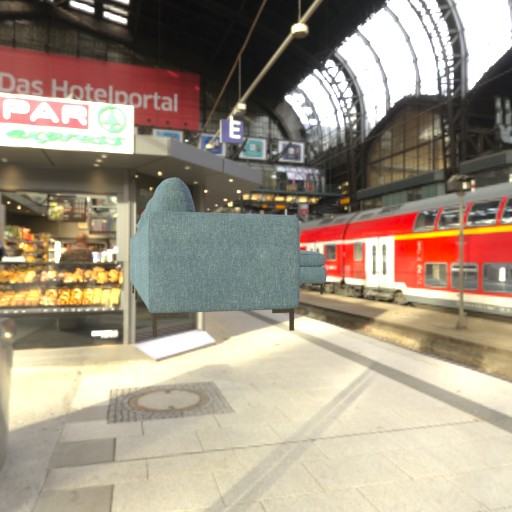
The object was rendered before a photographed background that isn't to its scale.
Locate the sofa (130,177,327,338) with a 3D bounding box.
[{"bbox_3d":[0.000,0.000,3.815,2.007,0.815,2.949,0,0,-17],"label":"sofa"}]
